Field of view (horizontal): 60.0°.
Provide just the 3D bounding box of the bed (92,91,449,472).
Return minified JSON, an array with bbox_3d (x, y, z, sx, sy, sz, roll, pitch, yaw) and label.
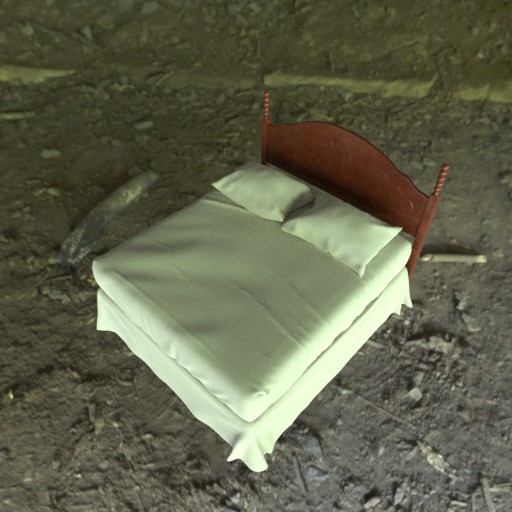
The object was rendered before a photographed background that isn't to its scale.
[{"bbox_3d":[0.000,0.000,3.264,1.873,1.356,2.040,33,54,29],"label":"bed"}]
